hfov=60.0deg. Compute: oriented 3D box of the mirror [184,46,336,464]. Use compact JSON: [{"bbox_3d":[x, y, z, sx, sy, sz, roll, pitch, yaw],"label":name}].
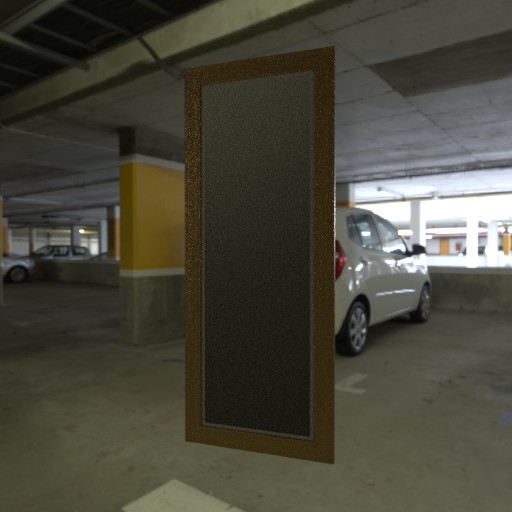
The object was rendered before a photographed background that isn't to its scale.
[{"bbox_3d":[0.000,0.000,2.294,0.812,2.031,0.025,0,1,19],"label":"mirror"}]
